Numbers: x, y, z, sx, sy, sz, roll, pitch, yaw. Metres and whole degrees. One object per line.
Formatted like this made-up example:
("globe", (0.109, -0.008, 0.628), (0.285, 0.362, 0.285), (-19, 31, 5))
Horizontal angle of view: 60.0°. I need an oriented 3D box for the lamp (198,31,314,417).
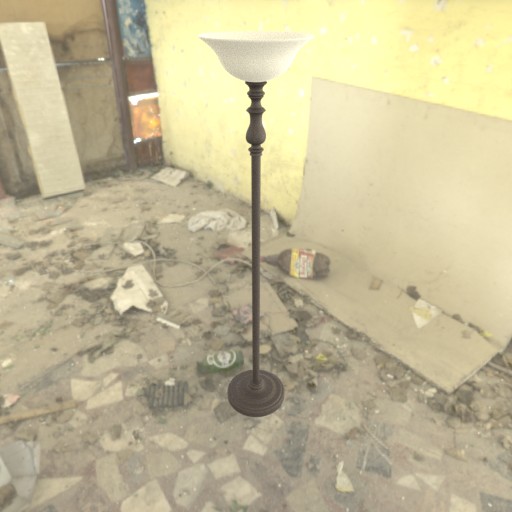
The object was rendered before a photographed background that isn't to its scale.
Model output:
("lamp", (0.000, 0.000, 2.008), (0.405, 1.797, 0.405), (-10, 32, -17))
